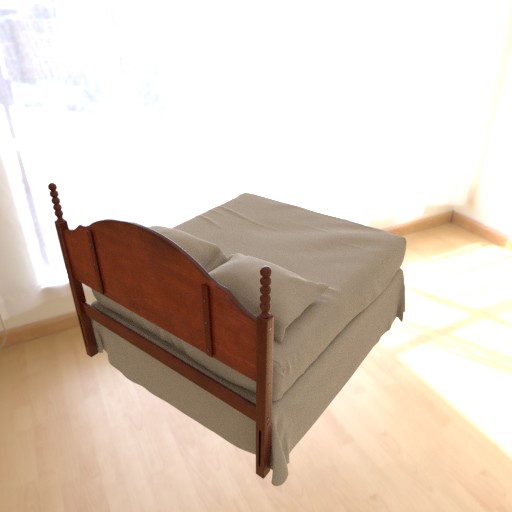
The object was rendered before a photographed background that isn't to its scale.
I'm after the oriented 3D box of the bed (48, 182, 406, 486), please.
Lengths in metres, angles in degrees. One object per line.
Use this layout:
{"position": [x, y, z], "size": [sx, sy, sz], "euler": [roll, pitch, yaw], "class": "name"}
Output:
{"position": [0.000, 0.000, 3.258], "size": [1.873, 1.356, 2.040], "euler": [21, 36, 32], "class": "bed"}
